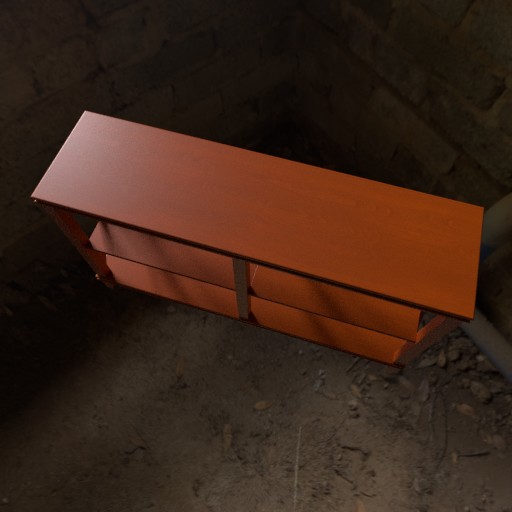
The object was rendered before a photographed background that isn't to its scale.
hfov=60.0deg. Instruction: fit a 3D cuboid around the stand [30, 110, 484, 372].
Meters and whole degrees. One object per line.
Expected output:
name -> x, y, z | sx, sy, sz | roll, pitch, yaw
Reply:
stand -> 0.000, 0.000, 1.727 | 1.372, 0.762, 0.381 | 15, 65, 7
